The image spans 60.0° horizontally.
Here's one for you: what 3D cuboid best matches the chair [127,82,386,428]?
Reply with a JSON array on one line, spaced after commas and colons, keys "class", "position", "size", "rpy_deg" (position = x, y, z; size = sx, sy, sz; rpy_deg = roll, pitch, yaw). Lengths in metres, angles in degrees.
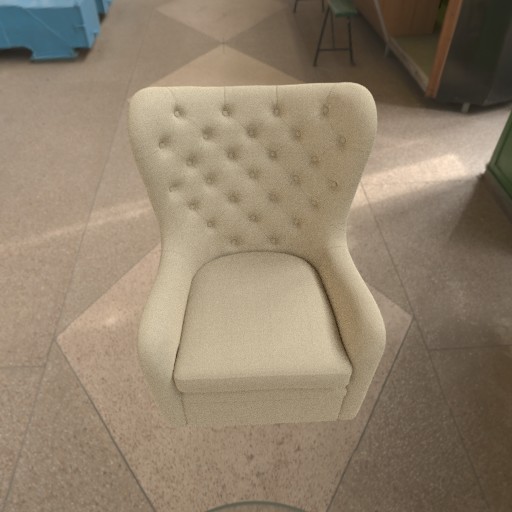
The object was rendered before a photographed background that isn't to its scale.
[{"class": "chair", "position": [0.000, 0.000, 1.711], "size": [0.831, 1.079, 0.929], "rpy_deg": [-2, 45, -2]}]
